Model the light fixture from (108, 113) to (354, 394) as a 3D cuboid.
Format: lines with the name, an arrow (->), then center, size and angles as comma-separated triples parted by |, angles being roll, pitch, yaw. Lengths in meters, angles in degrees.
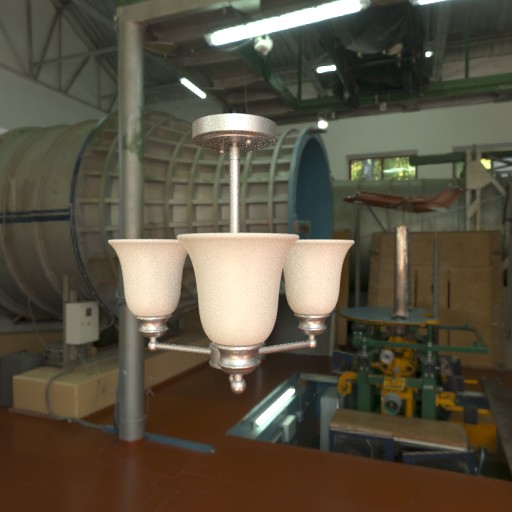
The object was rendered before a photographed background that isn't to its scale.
light fixture -> 0.000, 0.000, 0.656 | 0.354, 0.370, 0.388 | 0, 1, -34
